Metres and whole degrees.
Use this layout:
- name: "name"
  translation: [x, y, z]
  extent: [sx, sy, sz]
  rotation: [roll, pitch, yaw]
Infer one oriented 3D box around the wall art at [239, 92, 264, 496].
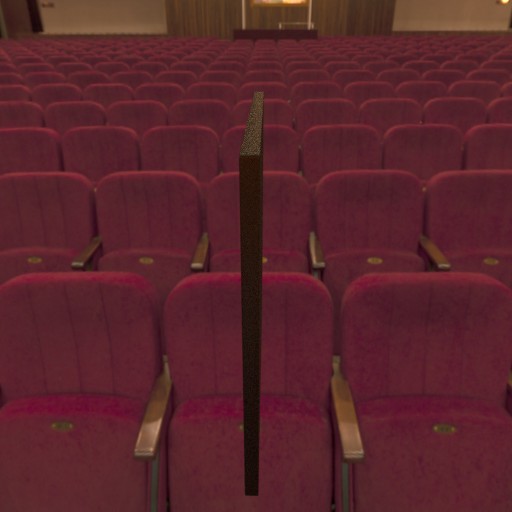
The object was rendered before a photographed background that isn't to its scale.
- name: "wall art"
  translation: [0.000, 0.000, 0.719]
  extent: [0.018, 0.450, 0.521]
  rotation: [1, 26, 1]
